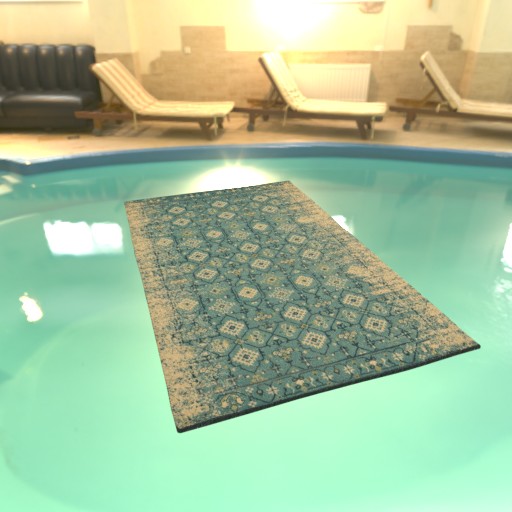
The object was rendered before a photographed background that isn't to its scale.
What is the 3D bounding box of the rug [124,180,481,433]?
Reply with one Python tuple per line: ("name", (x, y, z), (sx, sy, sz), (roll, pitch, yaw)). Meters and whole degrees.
("rug", (0.000, 0.000, 2.970), (1.530, 0.015, 2.449), (-10, 32, -17))
